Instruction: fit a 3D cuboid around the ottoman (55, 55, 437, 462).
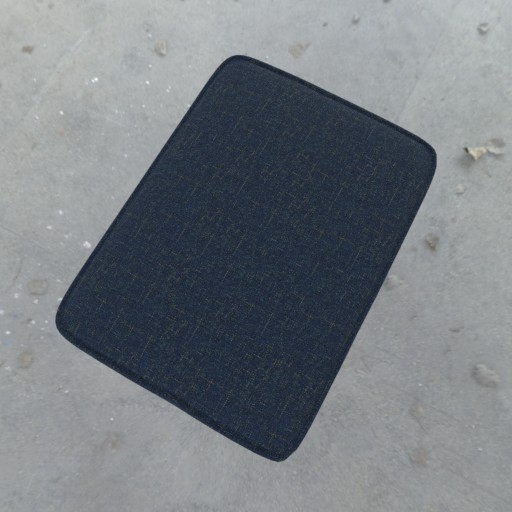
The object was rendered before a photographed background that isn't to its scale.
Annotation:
[{"bbox_3d":[0.000,0.000,1.088,0.549,0.450,0.749,28,77,7],"label":"ottoman"}]
